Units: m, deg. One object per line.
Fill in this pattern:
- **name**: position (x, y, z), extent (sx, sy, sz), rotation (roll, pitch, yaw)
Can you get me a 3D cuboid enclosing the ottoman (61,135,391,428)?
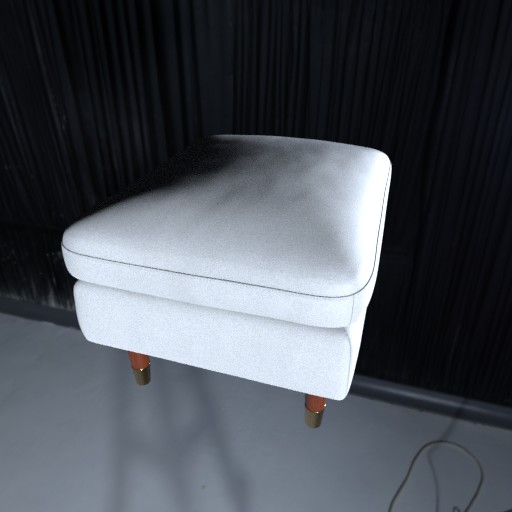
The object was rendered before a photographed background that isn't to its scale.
- **ottoman**: position (0.000, 0.000, 1.122), extent (0.593, 0.478, 0.747), rotation (9, 31, 15)
